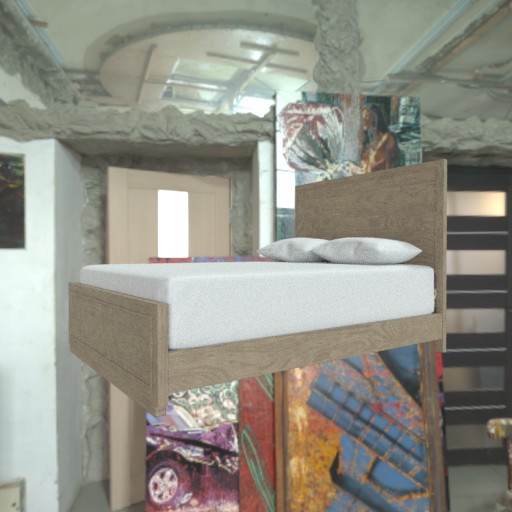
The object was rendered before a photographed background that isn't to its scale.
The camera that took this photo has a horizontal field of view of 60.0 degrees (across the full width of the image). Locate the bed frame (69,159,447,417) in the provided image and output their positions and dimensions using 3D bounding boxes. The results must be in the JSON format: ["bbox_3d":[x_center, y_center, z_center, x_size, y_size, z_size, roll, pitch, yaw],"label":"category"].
[{"bbox_3d":[0.000,0.000,3.177,2.189,1.369,1.606,-1,1,-35],"label":"bed frame"}]
